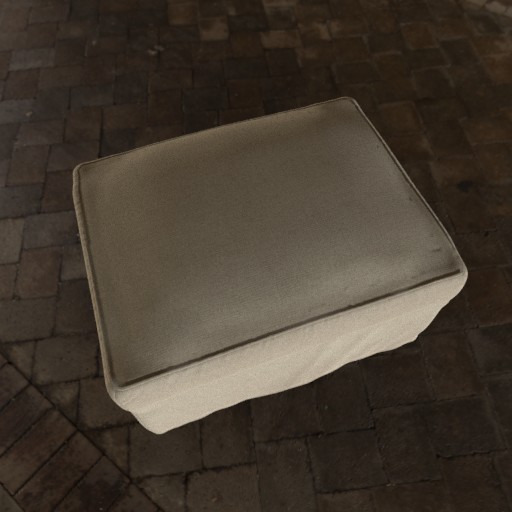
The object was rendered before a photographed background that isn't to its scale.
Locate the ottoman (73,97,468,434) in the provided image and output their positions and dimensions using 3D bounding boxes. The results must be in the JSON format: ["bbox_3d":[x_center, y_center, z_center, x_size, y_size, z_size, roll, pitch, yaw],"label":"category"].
[{"bbox_3d":[0.000,0.000,1.233,0.833,0.485,0.650,-17,60,-10],"label":"ottoman"}]
